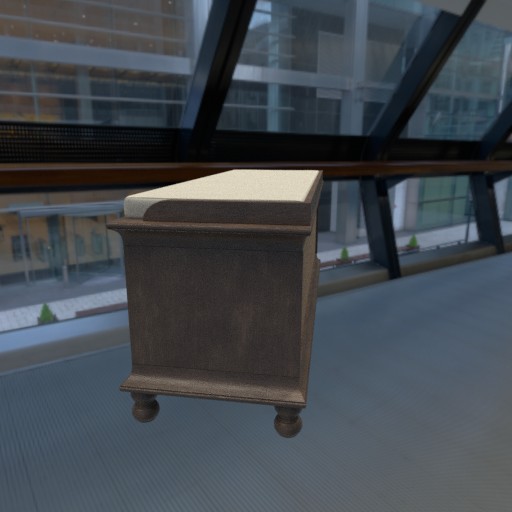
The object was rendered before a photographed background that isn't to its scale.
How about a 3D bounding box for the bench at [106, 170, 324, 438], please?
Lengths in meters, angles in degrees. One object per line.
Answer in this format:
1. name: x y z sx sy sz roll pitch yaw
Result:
1. bench: 0.000 0.000 1.454 0.402 0.501 1.185 2 14 9
